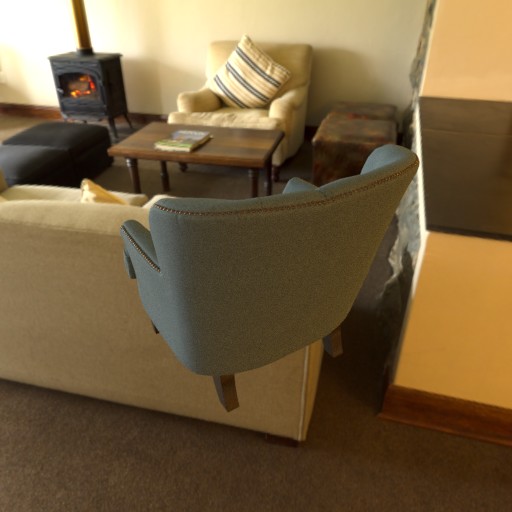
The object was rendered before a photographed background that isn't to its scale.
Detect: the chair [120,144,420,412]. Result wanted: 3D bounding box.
[{"bbox_3d":[0.000,0.000,1.608,0.848,0.868,0.906,-19,36,-27],"label":"chair"}]
